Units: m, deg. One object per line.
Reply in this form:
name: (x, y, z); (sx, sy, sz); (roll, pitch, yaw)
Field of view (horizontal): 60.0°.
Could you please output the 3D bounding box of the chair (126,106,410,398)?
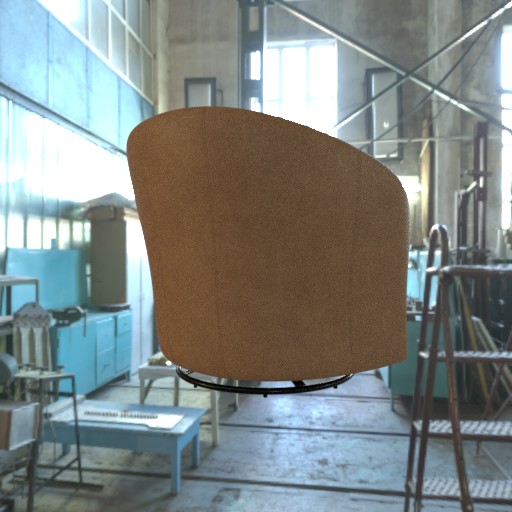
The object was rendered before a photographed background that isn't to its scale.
chair: (0.000, 0.000, 1.477); (0.815, 0.771, 0.791); (0, 0, -36)
